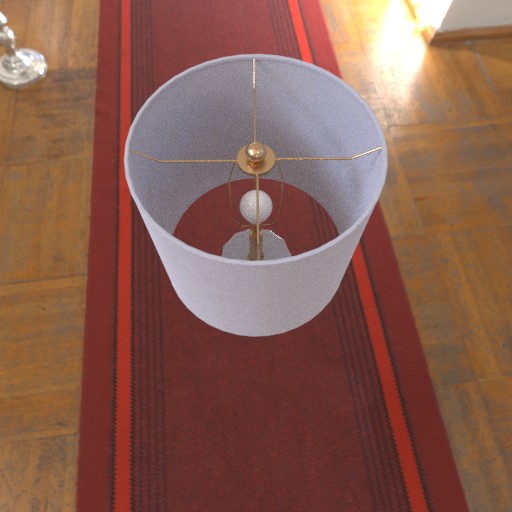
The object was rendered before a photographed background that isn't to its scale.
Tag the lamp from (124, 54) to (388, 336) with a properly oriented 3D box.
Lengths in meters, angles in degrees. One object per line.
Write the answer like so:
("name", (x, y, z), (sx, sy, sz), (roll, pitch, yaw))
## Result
("lamp", (0.000, 0.000, 0.709), (0.277, 0.537, 0.277), (35, 69, 15))
